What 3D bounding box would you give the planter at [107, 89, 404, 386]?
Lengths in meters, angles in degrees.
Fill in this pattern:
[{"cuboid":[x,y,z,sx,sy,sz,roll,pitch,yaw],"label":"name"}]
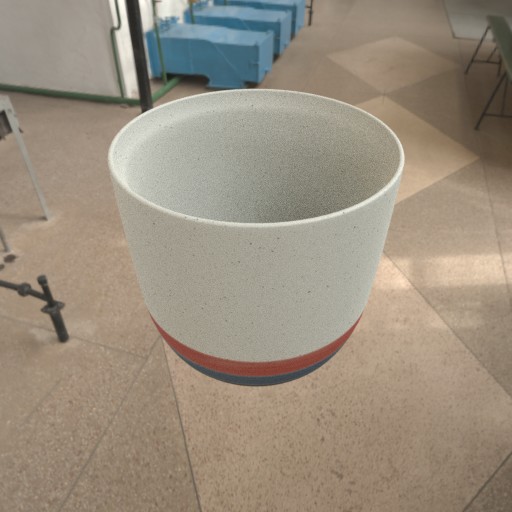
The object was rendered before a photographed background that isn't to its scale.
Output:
[{"cuboid":[0.000,0.000,0.382,0.204,0.214,0.204,0,40,0],"label":"planter"}]
